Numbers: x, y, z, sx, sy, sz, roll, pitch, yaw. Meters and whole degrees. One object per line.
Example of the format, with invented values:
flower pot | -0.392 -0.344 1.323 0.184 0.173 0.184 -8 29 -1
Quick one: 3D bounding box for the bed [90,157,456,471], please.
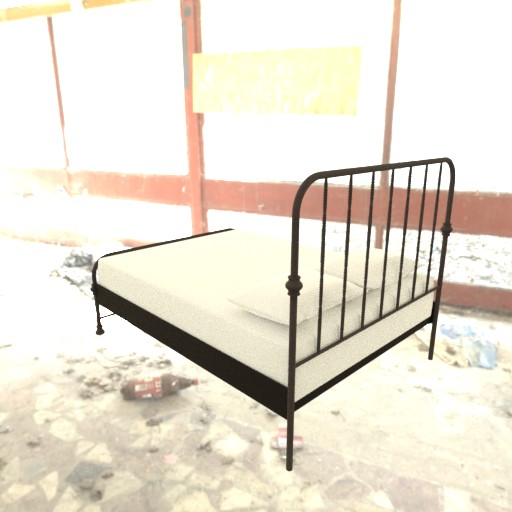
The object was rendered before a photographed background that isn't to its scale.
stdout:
bed | 0.000 0.000 3.214 1.616 1.446 2.134 -15 23 -42
